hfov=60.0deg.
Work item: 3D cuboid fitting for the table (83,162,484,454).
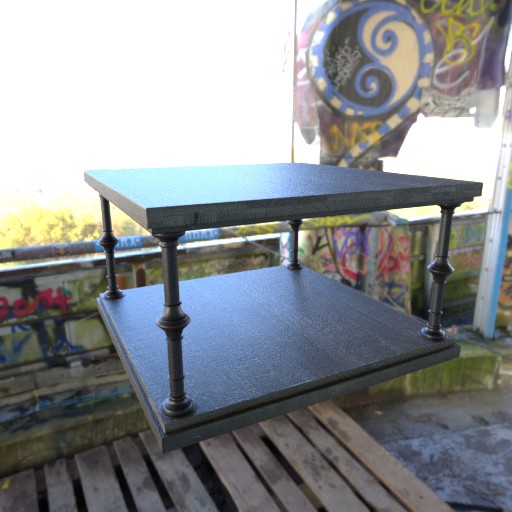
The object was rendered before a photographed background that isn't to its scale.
[{"bbox_3d":[0.000,0.000,1.111,0.696,0.400,0.696,-8,18,-26],"label":"table"}]
